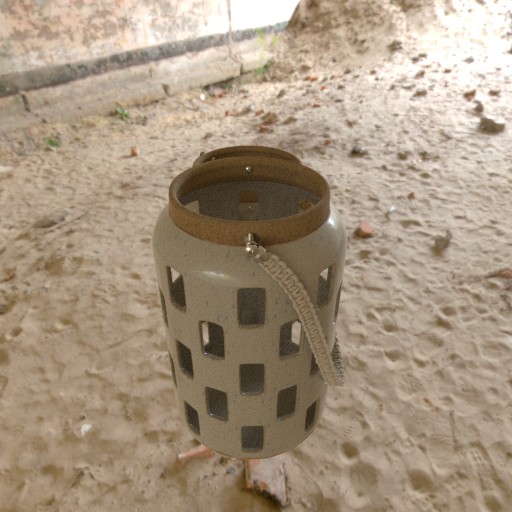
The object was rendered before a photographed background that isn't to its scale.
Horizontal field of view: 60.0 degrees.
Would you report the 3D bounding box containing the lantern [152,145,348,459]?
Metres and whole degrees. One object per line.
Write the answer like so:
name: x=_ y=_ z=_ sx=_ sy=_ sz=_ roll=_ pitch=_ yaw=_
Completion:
lantern: x=0.000 y=0.000 z=0.500 sx=0.184 sy=0.255 sz=0.347 roll=-1 pitch=33 yaw=-1
